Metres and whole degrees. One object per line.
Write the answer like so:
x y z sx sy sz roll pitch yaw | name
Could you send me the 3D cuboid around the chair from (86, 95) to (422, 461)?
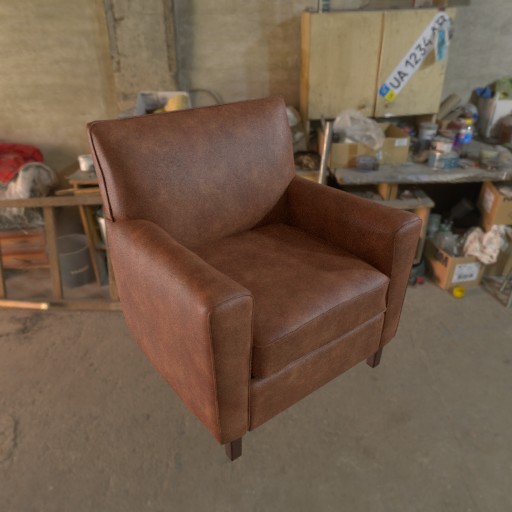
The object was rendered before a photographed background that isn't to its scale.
0.000 0.000 1.620 0.870 0.943 0.823 -21 36 -32 | chair
